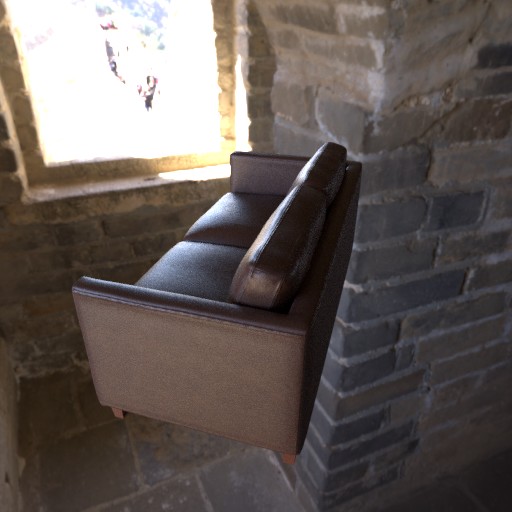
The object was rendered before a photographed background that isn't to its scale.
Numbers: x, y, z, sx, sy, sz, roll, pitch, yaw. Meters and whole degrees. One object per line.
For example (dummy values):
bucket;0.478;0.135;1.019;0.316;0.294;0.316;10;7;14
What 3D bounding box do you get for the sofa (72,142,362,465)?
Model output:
sofa;0.000;0.000;2.462;0.951;0.933;1.883;9;31;15
